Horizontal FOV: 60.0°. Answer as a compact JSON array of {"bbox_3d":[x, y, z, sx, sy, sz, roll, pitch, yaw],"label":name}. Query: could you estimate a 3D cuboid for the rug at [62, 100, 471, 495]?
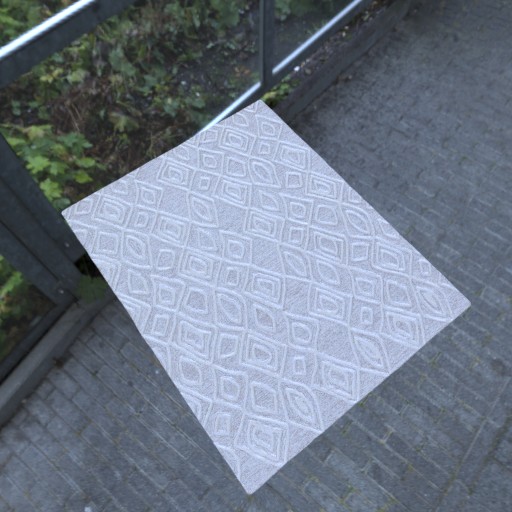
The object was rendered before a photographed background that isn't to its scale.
[{"bbox_3d":[0.000,0.000,4.083,2.449,0.025,3.049,-34,69,-16],"label":"rug"}]
